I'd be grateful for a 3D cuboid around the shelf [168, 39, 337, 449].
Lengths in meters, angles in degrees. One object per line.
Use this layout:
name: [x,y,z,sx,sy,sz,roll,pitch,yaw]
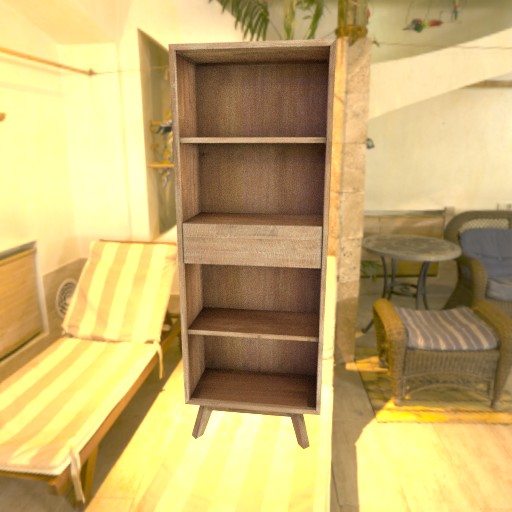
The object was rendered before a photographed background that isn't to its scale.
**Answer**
shelf: [0.000,0.000,1.563,0.491,1.342,0.267,2,15,8]
